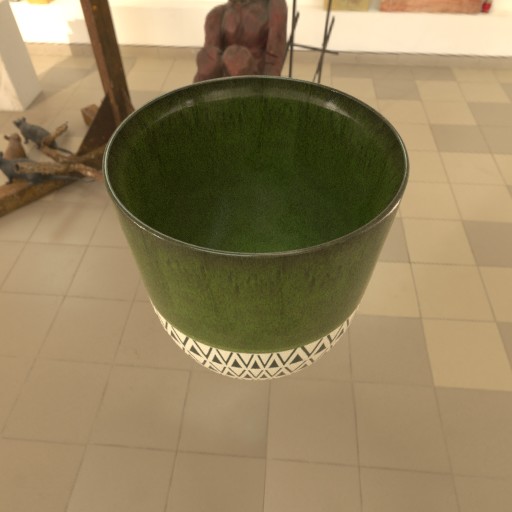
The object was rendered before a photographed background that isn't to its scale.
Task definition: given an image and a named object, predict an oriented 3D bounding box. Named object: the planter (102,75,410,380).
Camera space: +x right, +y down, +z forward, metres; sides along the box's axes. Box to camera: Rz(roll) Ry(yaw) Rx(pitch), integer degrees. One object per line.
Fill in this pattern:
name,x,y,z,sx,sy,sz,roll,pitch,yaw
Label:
planter,0.000,0.000,0.462,0.245,0.270,0.245,0,48,0
